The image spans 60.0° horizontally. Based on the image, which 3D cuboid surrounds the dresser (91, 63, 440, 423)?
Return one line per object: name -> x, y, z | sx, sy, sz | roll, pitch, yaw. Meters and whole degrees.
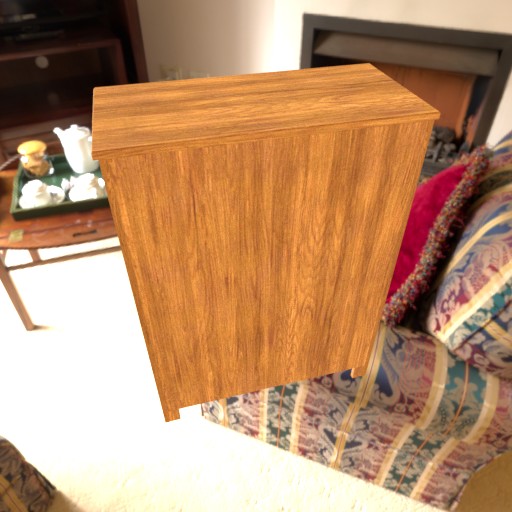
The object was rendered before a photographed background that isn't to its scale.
dresser -> 0.000, 0.000, 1.980 | 1.081, 1.431, 0.558 | -10, 41, -11
